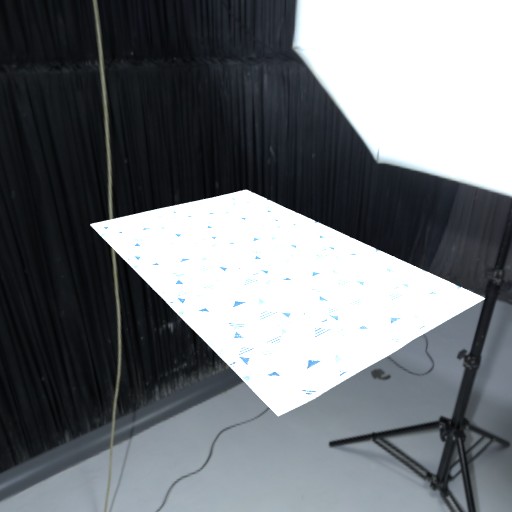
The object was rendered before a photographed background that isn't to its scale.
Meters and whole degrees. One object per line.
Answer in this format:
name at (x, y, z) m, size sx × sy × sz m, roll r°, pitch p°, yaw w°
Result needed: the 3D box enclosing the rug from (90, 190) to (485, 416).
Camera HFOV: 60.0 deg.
rug at (0.000, 0.000, 3.048) m, size 1.512 × 0.009 × 2.457 m, roll -18°, pitch 32°, yaw -31°
